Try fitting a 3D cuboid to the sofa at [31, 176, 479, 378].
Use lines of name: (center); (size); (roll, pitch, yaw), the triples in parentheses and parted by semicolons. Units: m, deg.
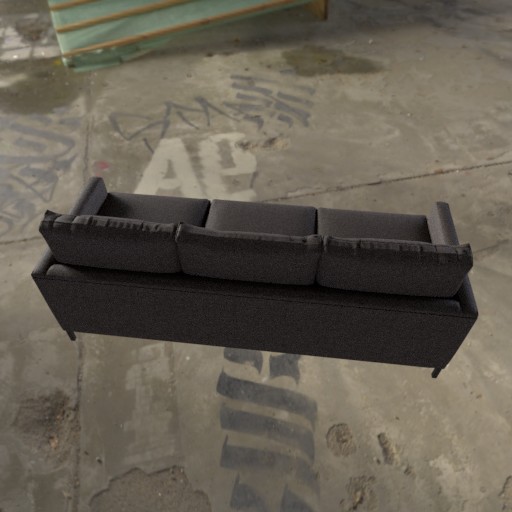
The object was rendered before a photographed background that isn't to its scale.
sofa: (0.000, 0.000, 2.593); (2.253, 0.882, 0.876); (5, 47, 5)
